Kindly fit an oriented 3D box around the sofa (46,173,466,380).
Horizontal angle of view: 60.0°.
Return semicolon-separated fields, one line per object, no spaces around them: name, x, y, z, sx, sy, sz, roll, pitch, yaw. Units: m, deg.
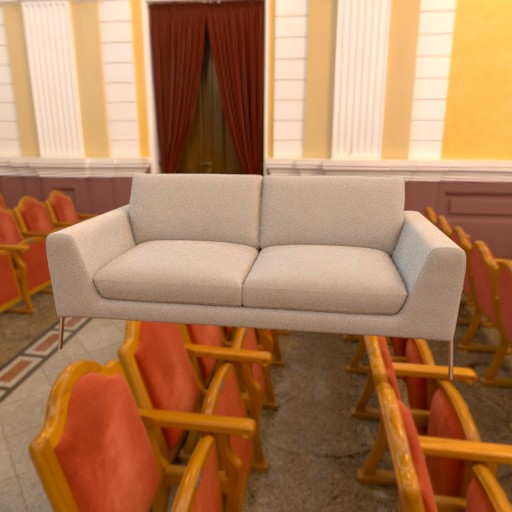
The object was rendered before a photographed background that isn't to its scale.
sofa;0.000;0.000;2.550;2.017;0.875;0.953;2;16;8
